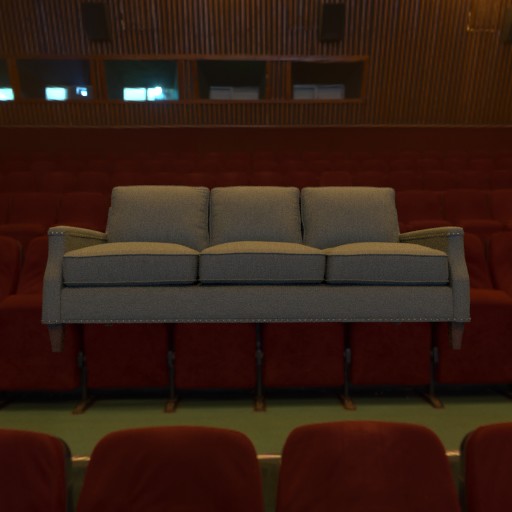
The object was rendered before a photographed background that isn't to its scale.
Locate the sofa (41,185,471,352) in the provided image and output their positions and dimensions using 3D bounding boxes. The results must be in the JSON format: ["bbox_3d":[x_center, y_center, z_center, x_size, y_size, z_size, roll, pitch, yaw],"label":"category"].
[{"bbox_3d":[0.000,0.000,2.821,2.246,1.003,1.084,0,0,-2],"label":"sofa"}]
